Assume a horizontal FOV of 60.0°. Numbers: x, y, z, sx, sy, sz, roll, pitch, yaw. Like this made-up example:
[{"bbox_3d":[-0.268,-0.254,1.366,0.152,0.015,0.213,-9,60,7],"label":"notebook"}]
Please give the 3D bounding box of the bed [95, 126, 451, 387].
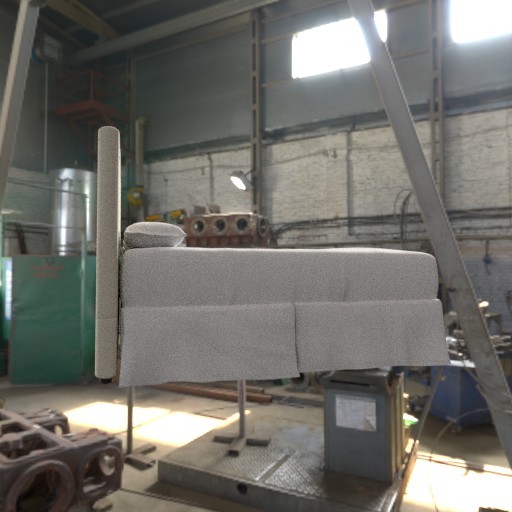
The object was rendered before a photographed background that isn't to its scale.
[{"bbox_3d":[0.000,0.000,3.367,2.196,1.449,1.741,1,-2,-17],"label":"bed"}]
